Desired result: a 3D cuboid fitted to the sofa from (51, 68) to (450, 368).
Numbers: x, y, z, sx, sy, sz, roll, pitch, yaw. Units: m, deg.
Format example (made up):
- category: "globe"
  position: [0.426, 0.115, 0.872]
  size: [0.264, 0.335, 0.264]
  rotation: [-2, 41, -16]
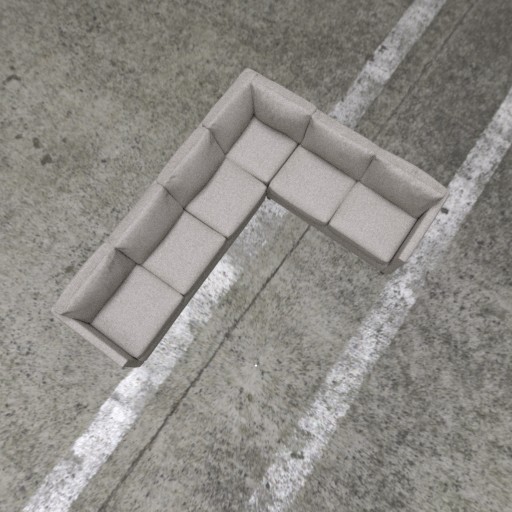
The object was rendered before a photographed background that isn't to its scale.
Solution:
- category: "sofa"
  position: [0.000, 0.000, 4.578]
  size: [2.593, 0.947, 3.302]
  rotation: [34, 79, 8]
